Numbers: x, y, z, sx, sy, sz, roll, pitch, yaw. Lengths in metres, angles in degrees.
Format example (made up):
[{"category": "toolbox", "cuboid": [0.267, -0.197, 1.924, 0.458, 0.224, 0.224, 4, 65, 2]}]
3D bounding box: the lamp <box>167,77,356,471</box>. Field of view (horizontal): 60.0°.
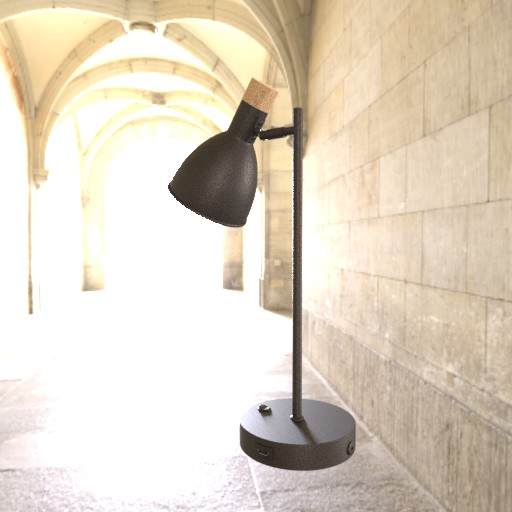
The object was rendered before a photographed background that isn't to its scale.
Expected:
[{"category": "lamp", "cuboid": [0.000, 0.000, 0.610, 0.287, 0.483, 0.152, 1, 2, 37]}]
